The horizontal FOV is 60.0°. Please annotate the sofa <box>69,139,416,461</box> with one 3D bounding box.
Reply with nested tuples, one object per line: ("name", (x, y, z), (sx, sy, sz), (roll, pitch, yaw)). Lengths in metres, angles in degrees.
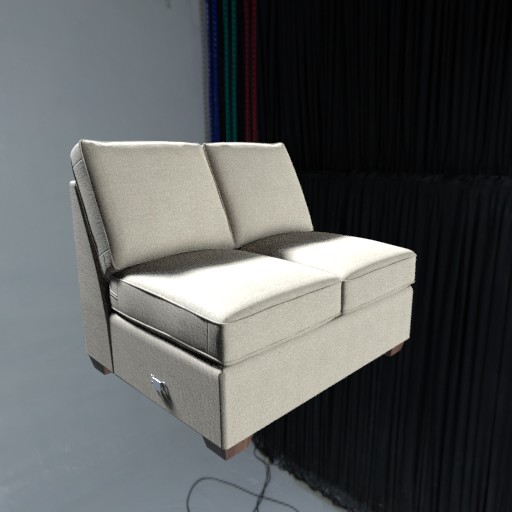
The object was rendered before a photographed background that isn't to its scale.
("sofa", (0.000, 0.000, 1.988), (1.232, 1.006, 0.978), (-13, 19, -43))
